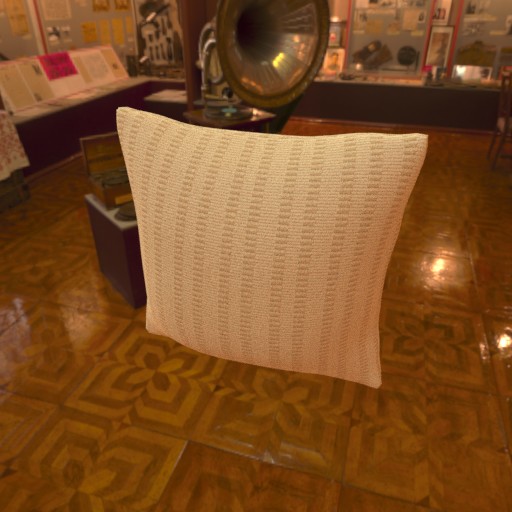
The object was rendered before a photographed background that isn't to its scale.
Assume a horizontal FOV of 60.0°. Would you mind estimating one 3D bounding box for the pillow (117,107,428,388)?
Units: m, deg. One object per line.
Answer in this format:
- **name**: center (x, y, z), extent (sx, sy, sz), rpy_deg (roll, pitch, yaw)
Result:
- **pillow**: center (0.000, 0.000, 0.689), extent (0.438, 0.419, 0.247), rpy_deg (10, 33, 16)
